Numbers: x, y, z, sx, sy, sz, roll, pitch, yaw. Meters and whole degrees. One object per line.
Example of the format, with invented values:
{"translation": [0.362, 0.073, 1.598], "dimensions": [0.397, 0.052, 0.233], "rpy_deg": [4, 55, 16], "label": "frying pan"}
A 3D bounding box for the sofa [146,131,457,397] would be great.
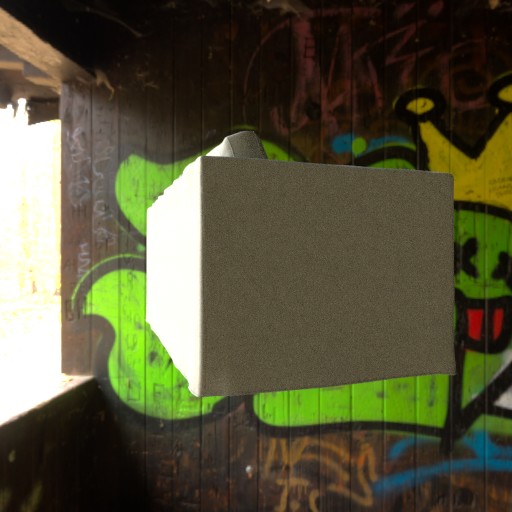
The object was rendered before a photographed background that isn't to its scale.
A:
{"translation": [0.000, 0.000, 2.217], "dimensions": [0.944, 0.830, 1.727], "rpy_deg": [0, 0, -19], "label": "sofa"}
